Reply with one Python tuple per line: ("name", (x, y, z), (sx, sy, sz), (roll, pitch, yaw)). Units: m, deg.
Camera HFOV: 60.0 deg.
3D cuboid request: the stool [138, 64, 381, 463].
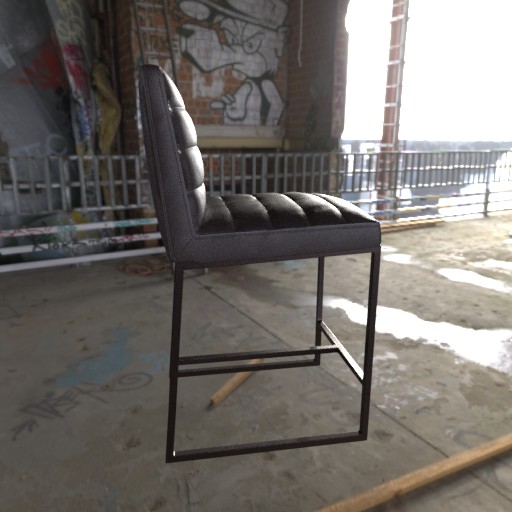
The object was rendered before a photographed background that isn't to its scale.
("stool", (0.000, 0.000, 1.249), (0.562, 0.946, 0.463), (-2, 15, -9))
